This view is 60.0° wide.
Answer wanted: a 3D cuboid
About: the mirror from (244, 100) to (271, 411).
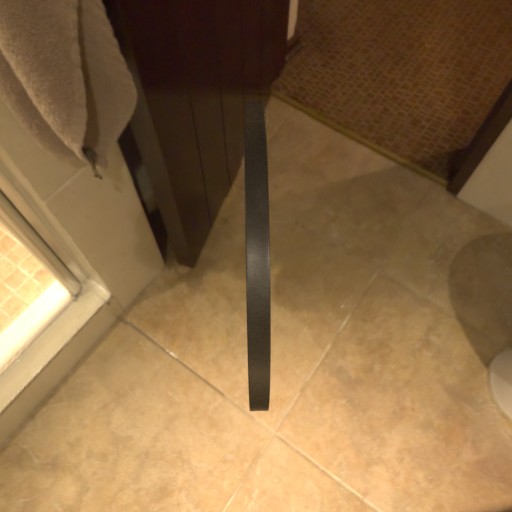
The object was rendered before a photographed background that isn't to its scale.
[{"bbox_3d":[0.000,0.000,0.855,0.032,0.565,0.565,-1,63,0],"label":"mirror"}]
